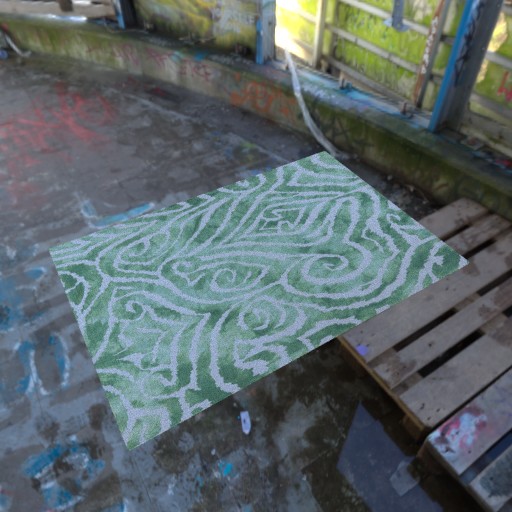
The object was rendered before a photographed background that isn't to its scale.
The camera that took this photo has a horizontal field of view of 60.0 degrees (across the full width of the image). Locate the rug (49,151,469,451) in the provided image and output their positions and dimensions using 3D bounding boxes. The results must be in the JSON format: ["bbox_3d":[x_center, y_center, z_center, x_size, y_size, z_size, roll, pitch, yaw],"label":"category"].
[{"bbox_3d":[0.000,0.000,2.308,1.826,0.006,1.220,-23,50,-21],"label":"rug"}]
